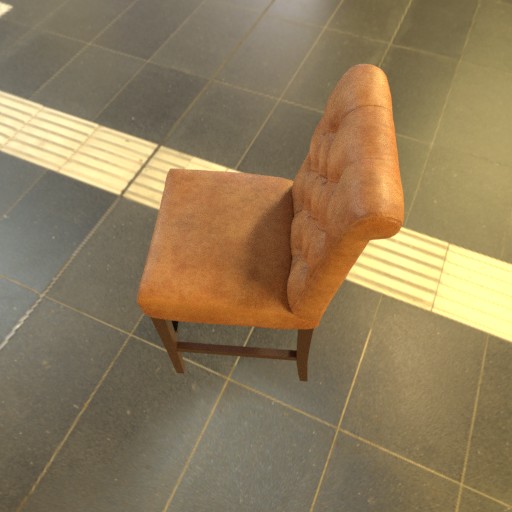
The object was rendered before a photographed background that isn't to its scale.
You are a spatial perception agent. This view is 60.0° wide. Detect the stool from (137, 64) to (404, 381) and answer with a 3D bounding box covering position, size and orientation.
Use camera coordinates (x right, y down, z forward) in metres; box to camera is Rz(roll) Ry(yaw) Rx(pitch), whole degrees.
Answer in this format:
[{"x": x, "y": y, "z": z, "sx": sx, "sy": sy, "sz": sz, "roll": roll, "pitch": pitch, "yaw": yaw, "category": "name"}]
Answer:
[{"x": 0.000, "y": 0.000, "z": 1.364, "sx": 0.601, "sy": 1.047, "sz": 0.493, "roll": 4, "pitch": 58, "yaw": 2, "category": "stool"}]
